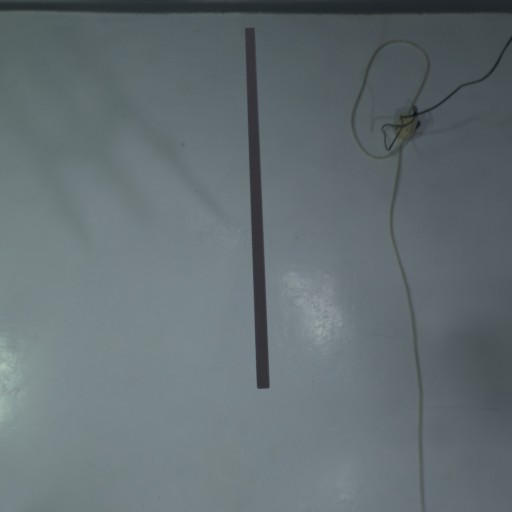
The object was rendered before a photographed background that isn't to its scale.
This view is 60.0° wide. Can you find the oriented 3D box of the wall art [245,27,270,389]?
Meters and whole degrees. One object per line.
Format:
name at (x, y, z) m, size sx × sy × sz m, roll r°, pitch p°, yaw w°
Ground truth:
wall art at (0.000, 0.000, 0.688) m, size 0.012 × 0.529 × 0.374 m, roll -2°, pitch 76°, yaw -1°
